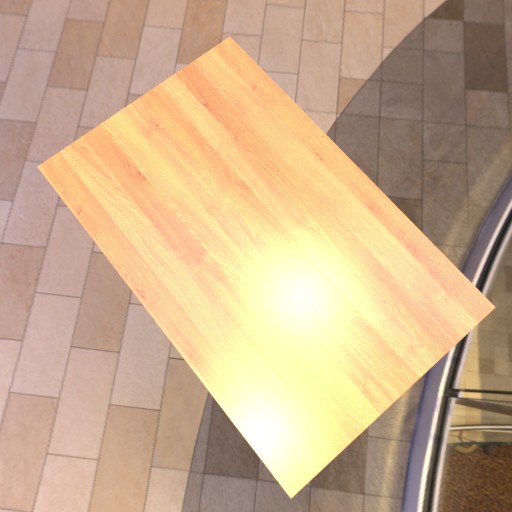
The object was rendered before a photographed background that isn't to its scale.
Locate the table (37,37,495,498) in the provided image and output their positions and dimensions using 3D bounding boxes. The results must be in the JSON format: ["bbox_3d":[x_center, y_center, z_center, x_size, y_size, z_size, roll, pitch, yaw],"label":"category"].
[{"bbox_3d":[0.000,0.000,1.414,0.700,0.442,1.100,-39,78,-10],"label":"table"}]
